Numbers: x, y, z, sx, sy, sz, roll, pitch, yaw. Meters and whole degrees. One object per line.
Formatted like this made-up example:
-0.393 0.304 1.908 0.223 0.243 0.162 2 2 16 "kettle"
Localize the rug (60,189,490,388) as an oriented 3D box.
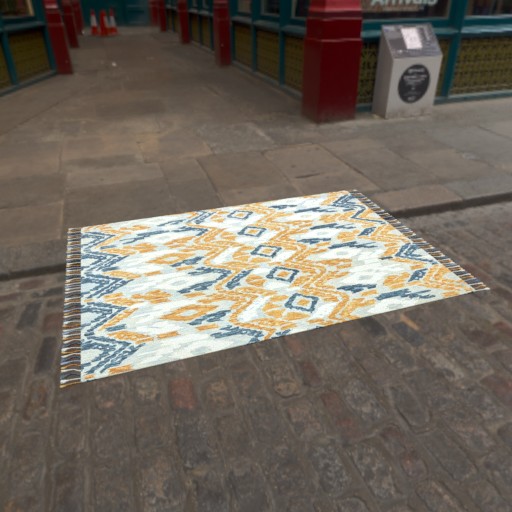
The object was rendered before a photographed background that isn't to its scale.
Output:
0.000 0.000 2.250 1.827 0.008 1.230 -10 33 -16 "rug"
